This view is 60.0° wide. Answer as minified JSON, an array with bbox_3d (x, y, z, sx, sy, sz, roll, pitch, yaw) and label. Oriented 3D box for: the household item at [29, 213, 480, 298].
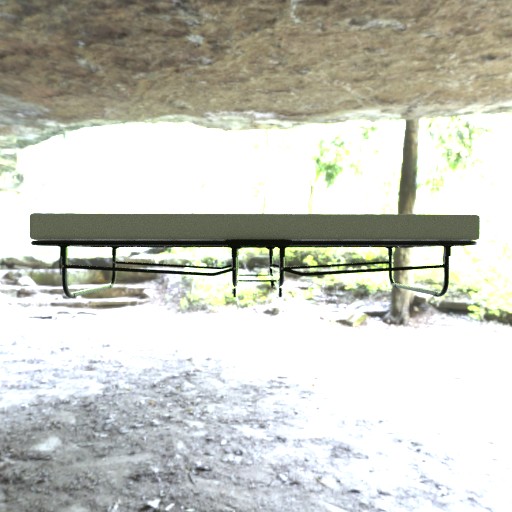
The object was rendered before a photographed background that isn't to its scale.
[{"bbox_3d":[0.000,0.000,2.185,1.905,0.356,0.787,0,0,-2],"label":"household item"}]
